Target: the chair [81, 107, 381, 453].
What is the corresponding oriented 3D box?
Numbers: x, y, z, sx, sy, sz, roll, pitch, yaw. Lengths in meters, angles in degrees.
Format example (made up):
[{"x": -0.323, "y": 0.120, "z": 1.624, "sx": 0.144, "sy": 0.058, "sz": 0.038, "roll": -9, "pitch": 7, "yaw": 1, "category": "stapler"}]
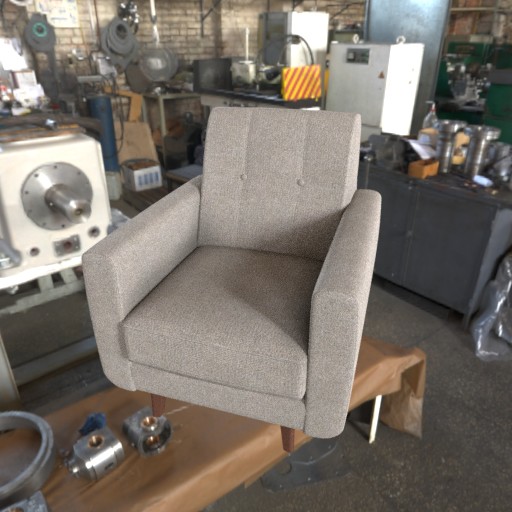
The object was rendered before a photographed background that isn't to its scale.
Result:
[{"x": 0.000, "y": 0.000, "z": 1.658, "sx": 0.845, "sy": 0.968, "sz": 0.942, "roll": 8, "pitch": 28, "yaw": 16, "category": "chair"}]
